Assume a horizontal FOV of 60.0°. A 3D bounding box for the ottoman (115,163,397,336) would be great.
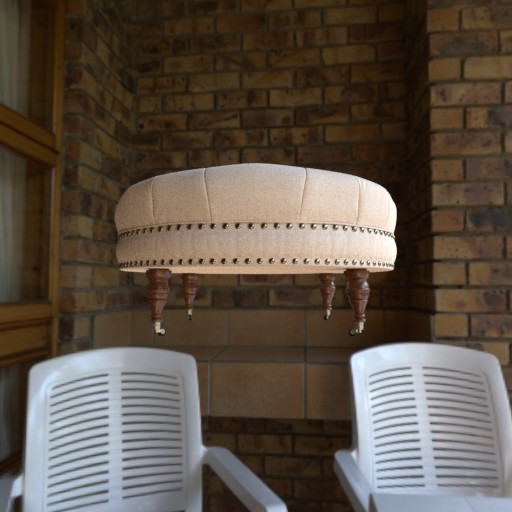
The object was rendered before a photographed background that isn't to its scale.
[{"bbox_3d":[0.000,0.000,1.521,0.940,0.483,0.940,0,-4,0],"label":"ottoman"}]
